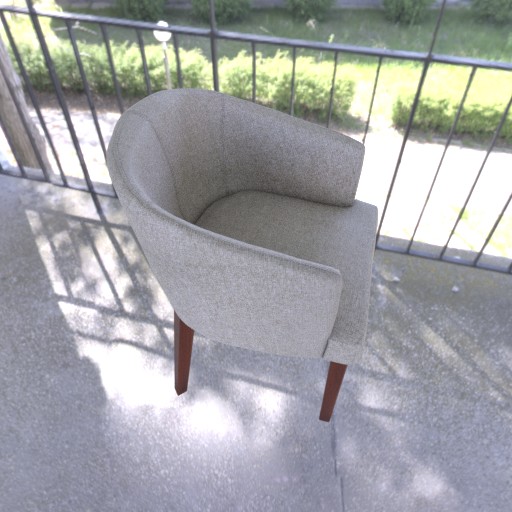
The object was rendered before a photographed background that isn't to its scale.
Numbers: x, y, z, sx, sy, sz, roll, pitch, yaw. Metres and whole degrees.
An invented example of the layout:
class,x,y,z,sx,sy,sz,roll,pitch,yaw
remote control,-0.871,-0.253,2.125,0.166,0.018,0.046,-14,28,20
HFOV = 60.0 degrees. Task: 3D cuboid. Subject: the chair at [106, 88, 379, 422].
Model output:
class,x,y,z,sx,sy,sz,roll,pitch,yaw
chair,0.000,0.000,1.268,0.655,0.811,0.583,11,47,10
